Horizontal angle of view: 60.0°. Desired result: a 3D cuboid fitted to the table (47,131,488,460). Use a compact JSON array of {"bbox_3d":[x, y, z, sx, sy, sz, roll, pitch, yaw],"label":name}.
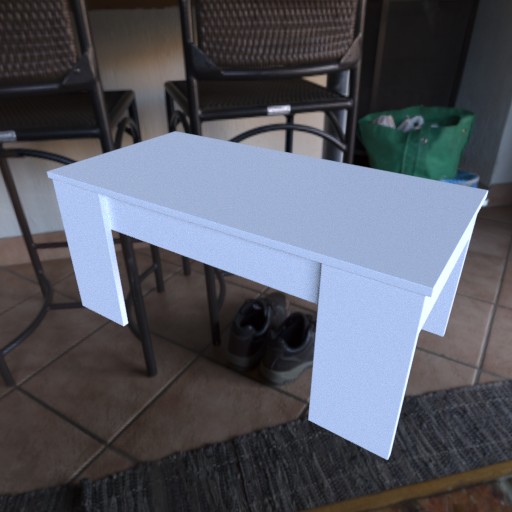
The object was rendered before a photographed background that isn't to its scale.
[{"bbox_3d":[0.000,0.000,1.226,1.000,0.440,0.500,18,35,29],"label":"table"}]
